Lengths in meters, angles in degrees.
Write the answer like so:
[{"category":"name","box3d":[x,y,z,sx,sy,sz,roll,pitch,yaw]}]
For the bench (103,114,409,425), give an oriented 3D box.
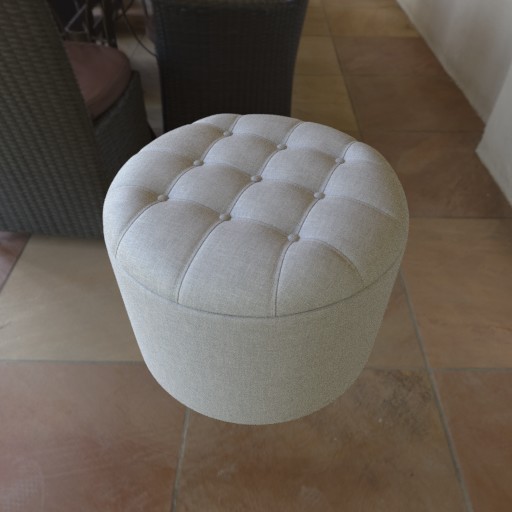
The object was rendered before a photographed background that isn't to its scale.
[{"category":"bench","box3d":[0.000,0.000,0.997,0.600,0.453,0.600,0,45,0]}]
